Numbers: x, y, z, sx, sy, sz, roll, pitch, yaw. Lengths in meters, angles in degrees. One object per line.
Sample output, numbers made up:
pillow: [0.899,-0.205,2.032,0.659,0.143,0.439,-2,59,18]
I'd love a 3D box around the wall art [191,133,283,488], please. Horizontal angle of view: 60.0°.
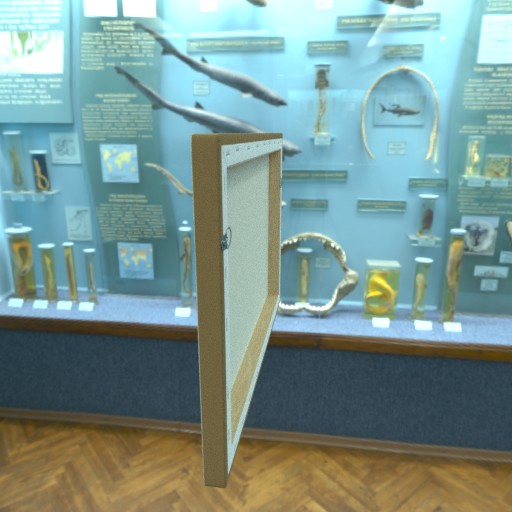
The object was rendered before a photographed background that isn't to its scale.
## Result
wall art: [0.000,0.000,0.475,0.019,0.254,0.380,2,16,9]
